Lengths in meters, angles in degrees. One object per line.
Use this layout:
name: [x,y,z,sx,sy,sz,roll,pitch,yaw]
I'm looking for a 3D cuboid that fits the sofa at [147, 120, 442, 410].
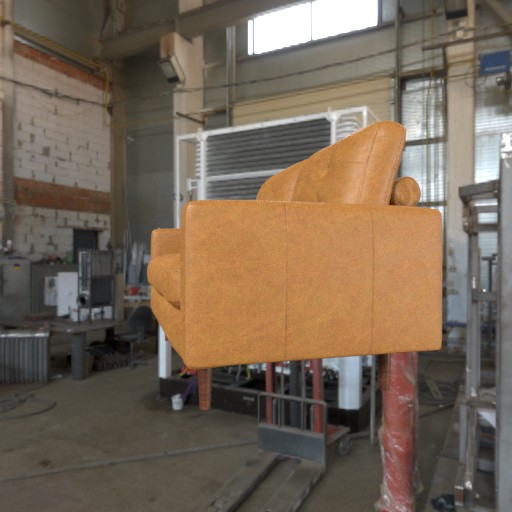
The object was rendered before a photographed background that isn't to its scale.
sofa: [0.000,0.000,1.927,0.868,0.898,1.430,0,0,-17]
